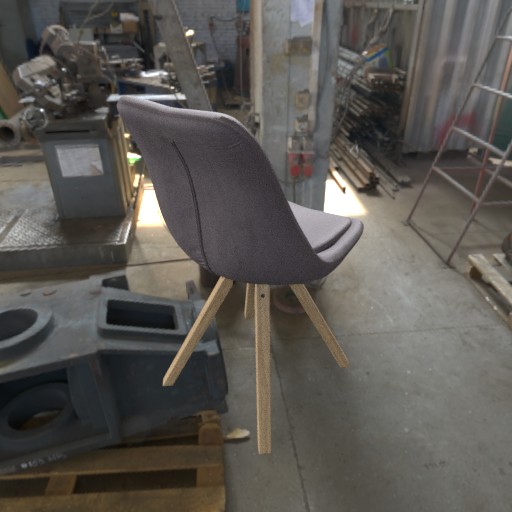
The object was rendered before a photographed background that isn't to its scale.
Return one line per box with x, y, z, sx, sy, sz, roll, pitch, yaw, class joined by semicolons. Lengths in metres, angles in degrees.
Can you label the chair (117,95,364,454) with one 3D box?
0.000;0.000;1.184;0.483;0.865;0.547;22;37;32;chair
